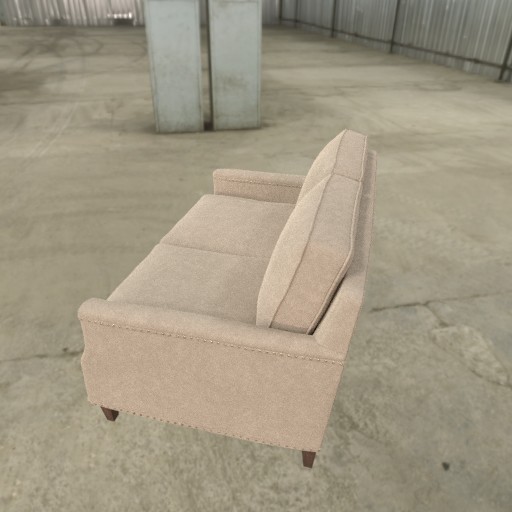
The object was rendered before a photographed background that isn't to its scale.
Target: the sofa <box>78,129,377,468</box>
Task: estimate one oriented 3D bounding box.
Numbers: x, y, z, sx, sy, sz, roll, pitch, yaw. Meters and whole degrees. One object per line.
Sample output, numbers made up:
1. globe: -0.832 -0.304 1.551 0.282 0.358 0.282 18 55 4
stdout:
1. sofa: 0.000 0.000 2.235 1.084 1.002 1.597 8 32 13
